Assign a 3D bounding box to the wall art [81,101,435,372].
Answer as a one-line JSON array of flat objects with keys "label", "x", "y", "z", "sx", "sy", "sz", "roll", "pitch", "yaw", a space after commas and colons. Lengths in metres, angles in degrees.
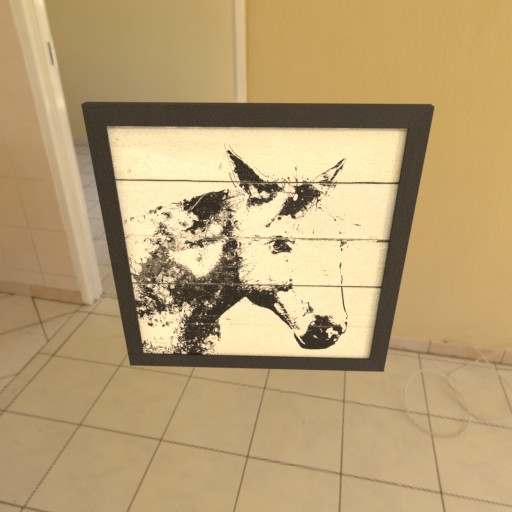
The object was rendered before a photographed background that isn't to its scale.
[{"label": "wall art", "x": 0.000, "y": 0.000, "z": 1.540, "sx": 1.016, "sy": 1.016, "sz": 0.038, "roll": 1, "pitch": 30, "yaw": 2}]
